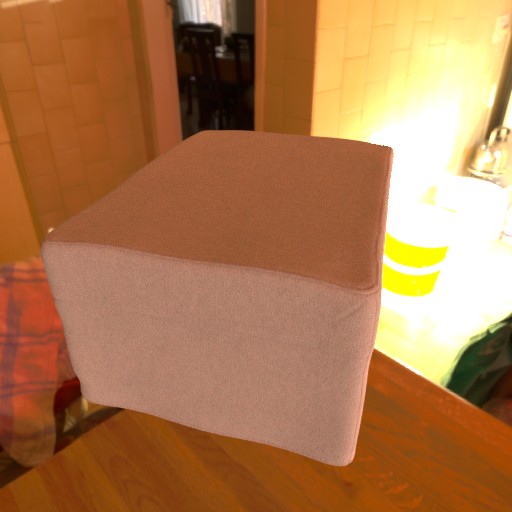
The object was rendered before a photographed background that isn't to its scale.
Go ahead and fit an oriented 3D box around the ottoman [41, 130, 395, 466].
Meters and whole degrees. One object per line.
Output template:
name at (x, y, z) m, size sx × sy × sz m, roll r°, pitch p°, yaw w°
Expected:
ottoman at (0.000, 0.000, 1.197) m, size 0.648 × 0.461 × 0.833 m, roll 9°, pitch 32°, yaw 14°
